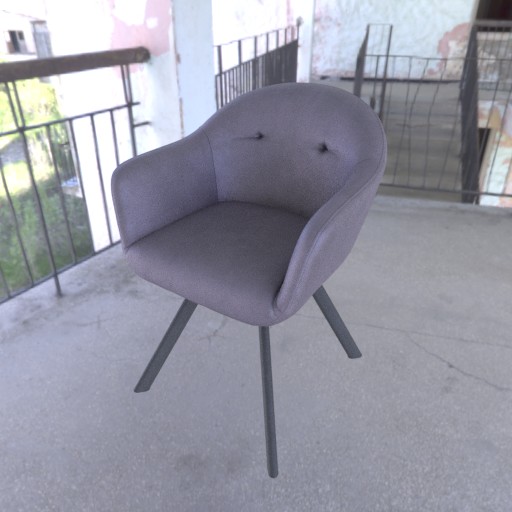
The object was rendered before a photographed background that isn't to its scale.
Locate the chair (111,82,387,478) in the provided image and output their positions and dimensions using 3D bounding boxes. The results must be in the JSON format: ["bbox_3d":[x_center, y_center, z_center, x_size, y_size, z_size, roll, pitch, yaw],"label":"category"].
[{"bbox_3d":[0.000,0.000,1.146,0.567,0.781,0.544,19,34,30],"label":"chair"}]
